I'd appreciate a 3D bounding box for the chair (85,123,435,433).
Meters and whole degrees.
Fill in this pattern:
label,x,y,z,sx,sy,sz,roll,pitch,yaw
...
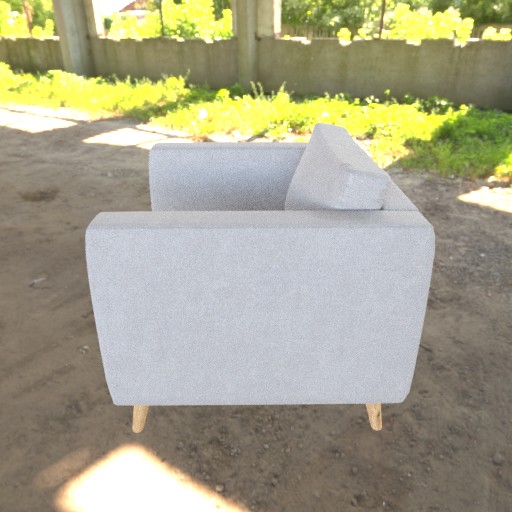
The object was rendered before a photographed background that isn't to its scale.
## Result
label,x,y,z,sx,sy,sz,roll,pitch,yaw
chair,0.000,0.000,1.676,0.930,0.860,1.000,0,27,-1
